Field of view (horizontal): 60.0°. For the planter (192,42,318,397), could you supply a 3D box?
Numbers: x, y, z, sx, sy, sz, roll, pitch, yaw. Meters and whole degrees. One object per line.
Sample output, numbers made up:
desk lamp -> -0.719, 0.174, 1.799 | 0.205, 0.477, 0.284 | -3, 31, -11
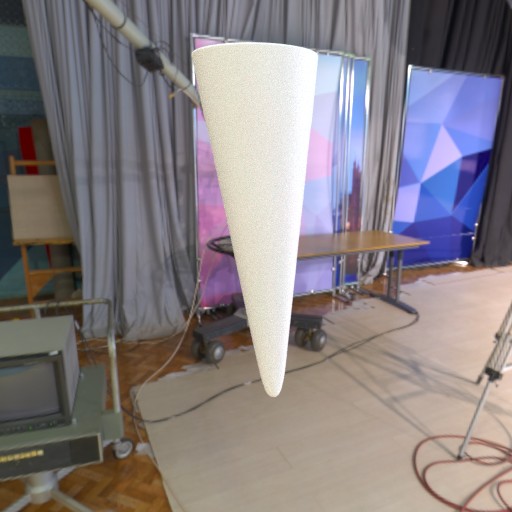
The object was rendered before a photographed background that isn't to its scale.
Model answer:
planter -> 0.000, 0.000, 0.232 | 0.057, 0.193, 0.064 | 7, 17, 26
